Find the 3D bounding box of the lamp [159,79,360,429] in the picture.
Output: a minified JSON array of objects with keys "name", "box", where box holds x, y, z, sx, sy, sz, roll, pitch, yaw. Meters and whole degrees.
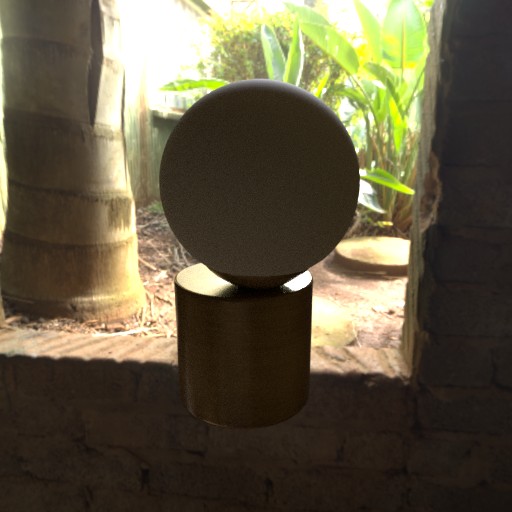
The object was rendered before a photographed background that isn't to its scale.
[{"name":"lamp","box":[0.000,0.000,0.338,0.141,0.250,0.152,-8,17,-27]}]
